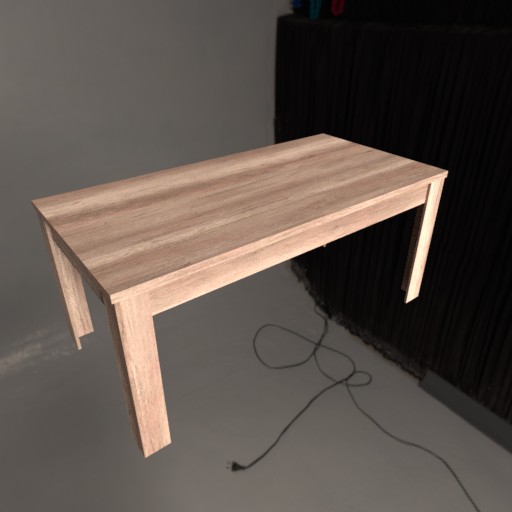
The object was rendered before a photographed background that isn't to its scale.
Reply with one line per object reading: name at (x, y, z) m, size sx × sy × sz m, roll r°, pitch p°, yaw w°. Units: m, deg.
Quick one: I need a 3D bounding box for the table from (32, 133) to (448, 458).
table at (0.000, 0.000, 2.313) m, size 1.800 × 0.790 × 0.900 m, roll -21°, pitch 37°, yaw -32°
